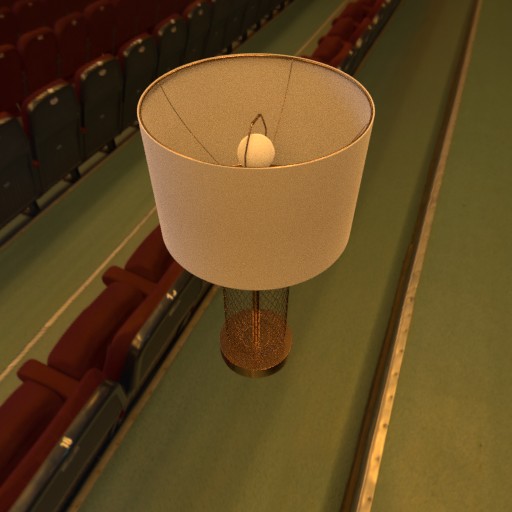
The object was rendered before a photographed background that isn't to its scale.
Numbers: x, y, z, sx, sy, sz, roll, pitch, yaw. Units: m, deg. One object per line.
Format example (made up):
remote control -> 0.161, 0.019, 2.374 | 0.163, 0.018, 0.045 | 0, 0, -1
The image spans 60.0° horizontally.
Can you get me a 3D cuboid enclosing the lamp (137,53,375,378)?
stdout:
lamp -> 0.000, 0.000, 0.651 | 0.252, 0.483, 0.252 | 16, 48, 15
